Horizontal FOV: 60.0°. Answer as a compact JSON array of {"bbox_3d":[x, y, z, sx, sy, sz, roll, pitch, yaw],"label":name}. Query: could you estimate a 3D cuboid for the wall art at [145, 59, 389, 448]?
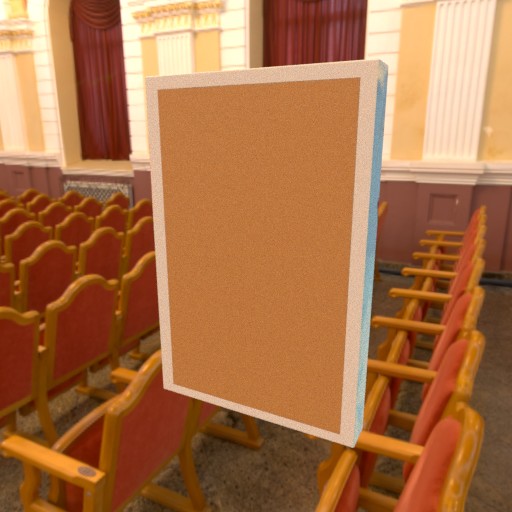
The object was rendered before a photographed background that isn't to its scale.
[{"bbox_3d":[0.000,0.000,0.489,0.251,0.380,0.039,8,17,26],"label":"wall art"}]
